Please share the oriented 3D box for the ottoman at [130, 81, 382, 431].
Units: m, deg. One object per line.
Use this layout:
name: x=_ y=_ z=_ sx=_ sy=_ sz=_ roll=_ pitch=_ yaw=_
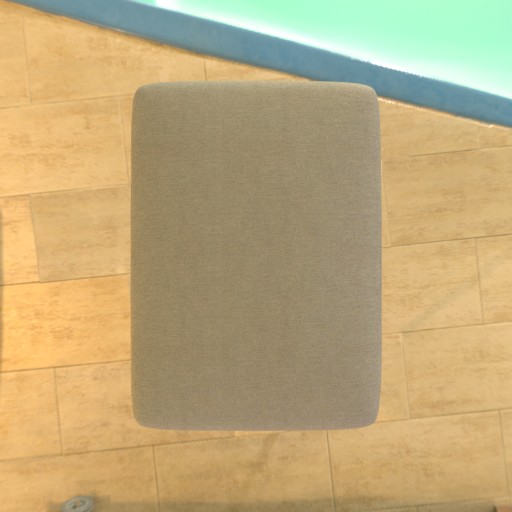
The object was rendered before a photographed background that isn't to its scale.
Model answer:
ottoman: x=0.000 y=0.000 z=1.054 sx=0.528 sy=0.404 sz=0.735 roll=0 pitch=90 yaw=0
